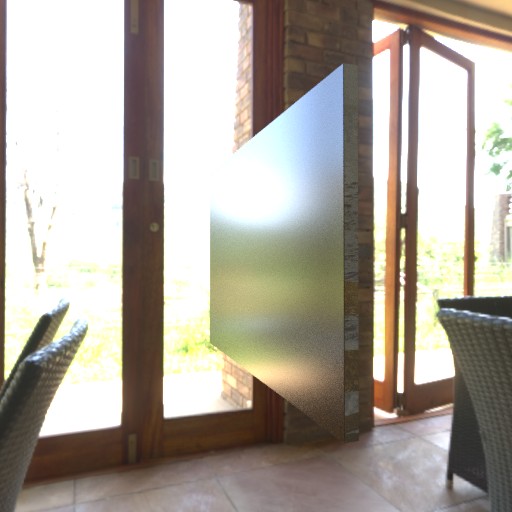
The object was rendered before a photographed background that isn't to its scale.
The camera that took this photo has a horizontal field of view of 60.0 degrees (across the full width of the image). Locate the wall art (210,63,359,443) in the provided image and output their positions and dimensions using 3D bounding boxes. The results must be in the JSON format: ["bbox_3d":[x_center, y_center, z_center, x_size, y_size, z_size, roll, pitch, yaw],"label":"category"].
[{"bbox_3d":[0.000,0.000,1.155,0.027,0.610,0.932,0,-1,-19],"label":"wall art"}]
